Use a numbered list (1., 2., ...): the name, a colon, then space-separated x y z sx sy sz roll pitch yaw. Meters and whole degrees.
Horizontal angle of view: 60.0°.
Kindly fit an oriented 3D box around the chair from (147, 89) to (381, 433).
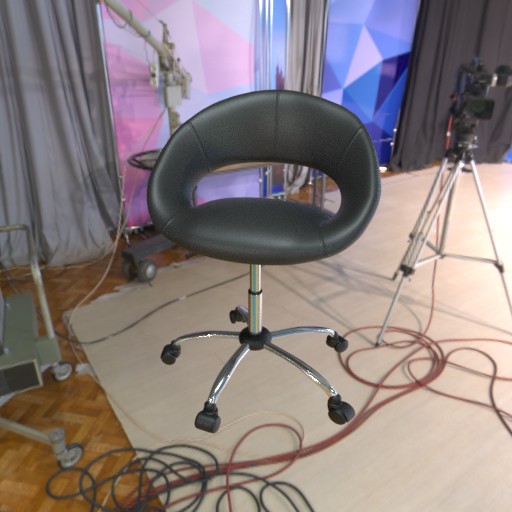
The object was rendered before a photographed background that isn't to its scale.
1. chair: 0.000 0.000 1.177 0.612 0.791 0.538 8 27 15
